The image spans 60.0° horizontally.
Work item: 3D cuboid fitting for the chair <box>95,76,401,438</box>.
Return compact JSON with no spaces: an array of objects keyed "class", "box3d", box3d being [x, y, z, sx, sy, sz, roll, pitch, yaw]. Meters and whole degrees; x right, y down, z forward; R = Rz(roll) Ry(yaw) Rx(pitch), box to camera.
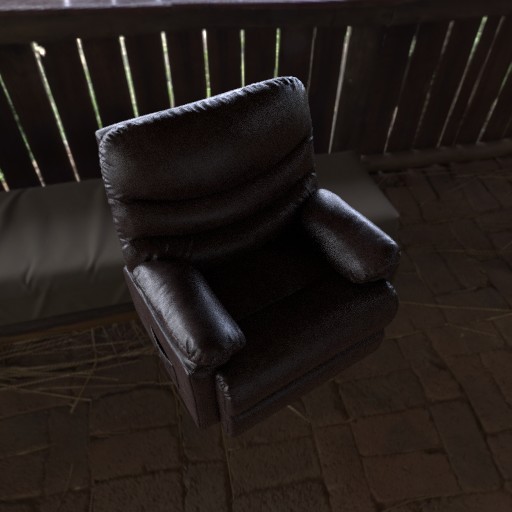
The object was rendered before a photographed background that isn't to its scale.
[{"class":"chair","box3d":[0.000,0.000,1.730,0.940,1.041,0.879,-24,51,-21]}]
